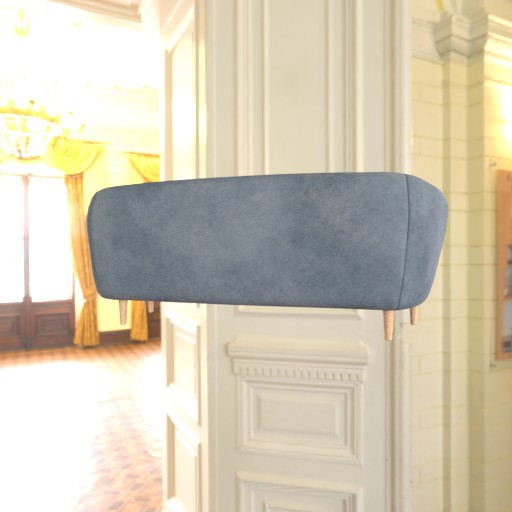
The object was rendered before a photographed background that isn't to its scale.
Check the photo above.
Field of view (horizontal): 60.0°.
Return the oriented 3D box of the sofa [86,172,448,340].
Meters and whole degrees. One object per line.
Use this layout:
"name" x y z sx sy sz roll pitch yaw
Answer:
"sofa" 0.000 0.000 2.540 2.095 0.795 0.849 0 1 18
